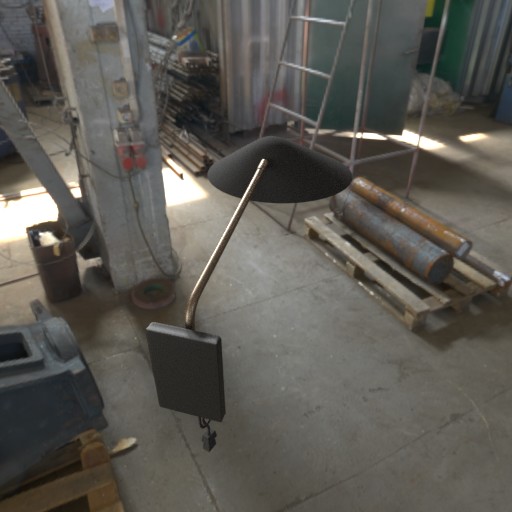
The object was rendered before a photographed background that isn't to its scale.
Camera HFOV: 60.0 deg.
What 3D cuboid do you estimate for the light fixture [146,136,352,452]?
[{"bbox_3d":[0.000,0.000,0.671,0.240,0.312,0.516,9,33,14],"label":"light fixture"}]
